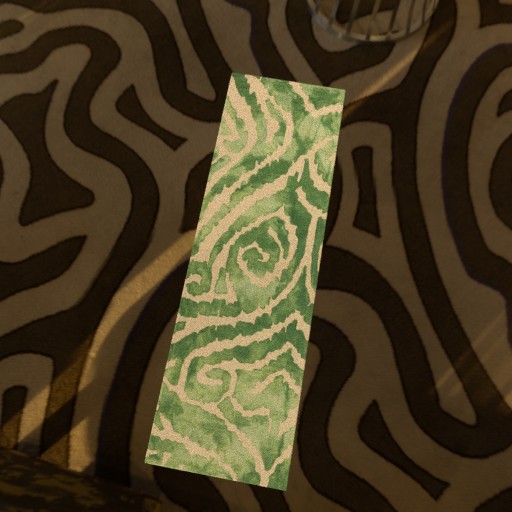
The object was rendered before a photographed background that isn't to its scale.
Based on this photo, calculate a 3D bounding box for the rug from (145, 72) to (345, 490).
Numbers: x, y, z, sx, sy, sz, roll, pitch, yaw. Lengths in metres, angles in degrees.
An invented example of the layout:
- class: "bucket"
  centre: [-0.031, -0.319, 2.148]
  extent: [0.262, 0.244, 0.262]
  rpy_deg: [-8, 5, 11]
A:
- class: "rug"
  centre: [0.000, 0.000, 2.637]
  extent: [0.761, 0.006, 2.438]
  rpy_deg: [10, 75, 3]
